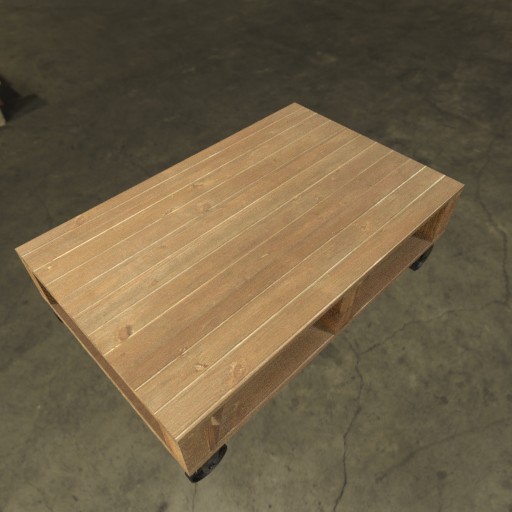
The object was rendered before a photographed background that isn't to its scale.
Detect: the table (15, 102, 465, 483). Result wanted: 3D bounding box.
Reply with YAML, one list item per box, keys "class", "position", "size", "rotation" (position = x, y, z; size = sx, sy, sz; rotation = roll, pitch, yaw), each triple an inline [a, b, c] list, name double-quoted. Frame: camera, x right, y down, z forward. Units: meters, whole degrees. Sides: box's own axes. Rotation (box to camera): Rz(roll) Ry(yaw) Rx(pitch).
- class: "table"
  position: [0.000, 0.000, 1.643]
  size: [1.299, 0.413, 0.827]
  rotation: [-36, 57, -28]
